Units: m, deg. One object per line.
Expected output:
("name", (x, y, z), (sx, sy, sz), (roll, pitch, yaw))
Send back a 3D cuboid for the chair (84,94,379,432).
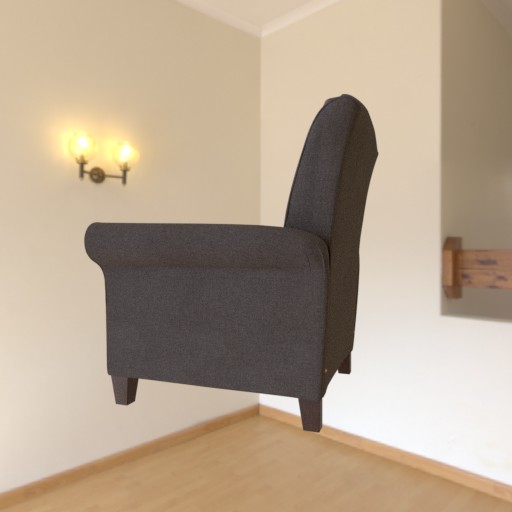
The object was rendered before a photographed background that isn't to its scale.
("chair", (0.000, 0.000, 1.785), (0.905, 1.061, 0.978), (0, 1, 20))
